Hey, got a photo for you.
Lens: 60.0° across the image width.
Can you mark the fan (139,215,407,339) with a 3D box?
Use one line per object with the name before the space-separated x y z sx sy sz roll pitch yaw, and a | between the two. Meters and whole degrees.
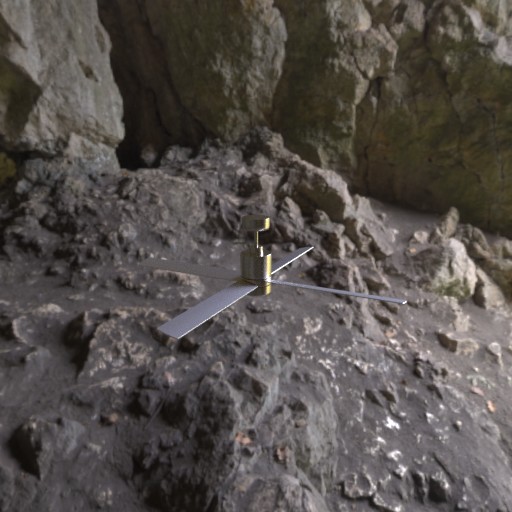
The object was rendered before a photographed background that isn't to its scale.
fan | 0.000 0.000 2.003 1.322 0.355 1.322 8 17 26
